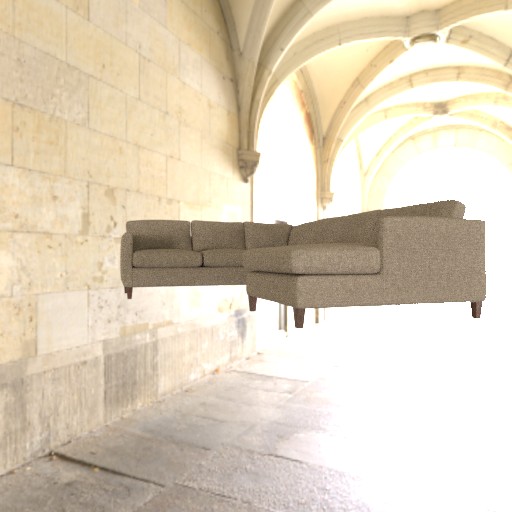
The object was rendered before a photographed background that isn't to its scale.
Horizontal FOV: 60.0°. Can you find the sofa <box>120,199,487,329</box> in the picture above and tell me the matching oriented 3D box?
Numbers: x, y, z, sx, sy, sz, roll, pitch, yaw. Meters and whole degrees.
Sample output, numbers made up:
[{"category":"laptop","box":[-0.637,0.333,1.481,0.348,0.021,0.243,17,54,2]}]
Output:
[{"category":"sofa","box":[0.000,0.000,4.549,2.593,0.959,3.460,0,0,-19]}]
